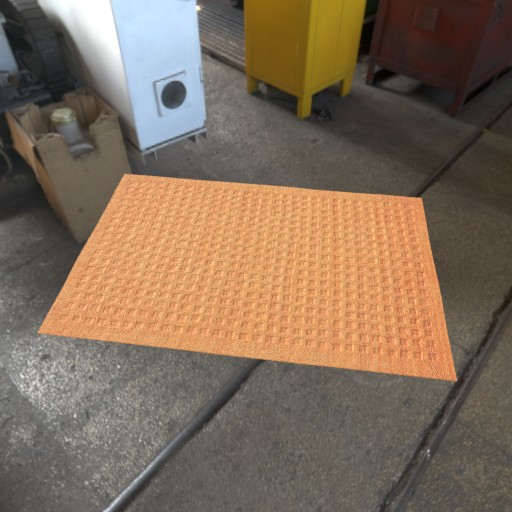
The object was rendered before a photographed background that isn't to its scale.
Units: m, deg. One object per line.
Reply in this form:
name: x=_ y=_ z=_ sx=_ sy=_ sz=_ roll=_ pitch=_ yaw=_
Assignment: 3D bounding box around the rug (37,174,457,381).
rug: x=0.000 y=0.000 z=2.206 sx=1.747 sy=0.006 sz=1.143 roll=5 pitch=47 yaw=5
